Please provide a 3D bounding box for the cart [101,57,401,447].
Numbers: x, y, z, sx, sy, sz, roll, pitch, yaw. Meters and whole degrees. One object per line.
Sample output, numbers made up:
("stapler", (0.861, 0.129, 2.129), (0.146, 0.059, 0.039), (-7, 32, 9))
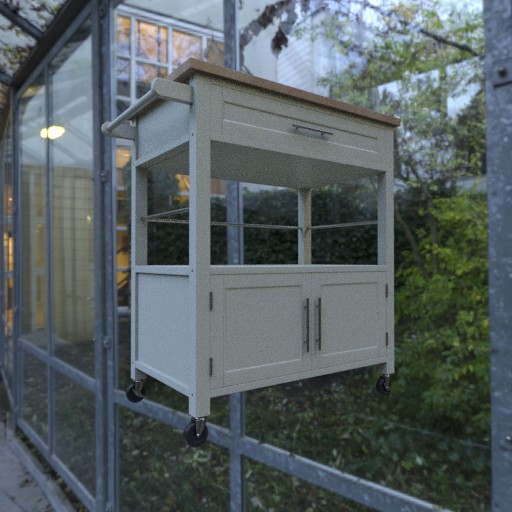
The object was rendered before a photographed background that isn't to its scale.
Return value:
("cart", (0.000, 0.000, 1.390), (0.840, 0.901, 0.459), (0, -1, -35))
